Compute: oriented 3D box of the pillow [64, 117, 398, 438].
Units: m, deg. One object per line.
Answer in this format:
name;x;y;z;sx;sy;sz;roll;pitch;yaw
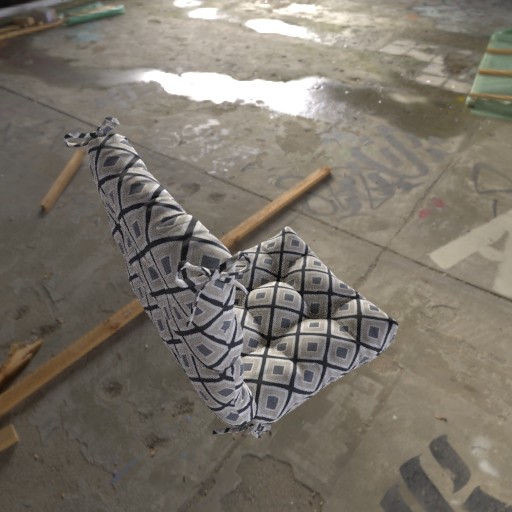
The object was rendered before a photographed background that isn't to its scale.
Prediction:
pillow;0.000;0.000;1.002;0.571;0.605;0.519;-25;48;-24
